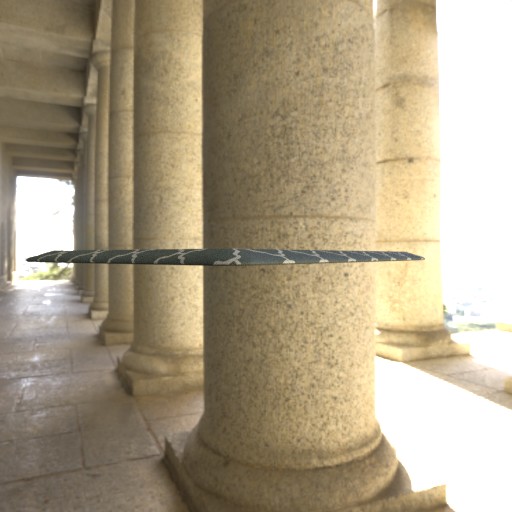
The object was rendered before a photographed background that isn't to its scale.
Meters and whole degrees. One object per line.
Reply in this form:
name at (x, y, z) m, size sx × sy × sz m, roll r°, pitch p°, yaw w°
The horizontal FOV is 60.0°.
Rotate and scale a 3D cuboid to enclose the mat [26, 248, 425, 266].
mat at (0.000, 0.000, 0.954) m, size 0.508 × 0.021 × 0.762 m, roll 0°, pitch 0°, yaw 37°
